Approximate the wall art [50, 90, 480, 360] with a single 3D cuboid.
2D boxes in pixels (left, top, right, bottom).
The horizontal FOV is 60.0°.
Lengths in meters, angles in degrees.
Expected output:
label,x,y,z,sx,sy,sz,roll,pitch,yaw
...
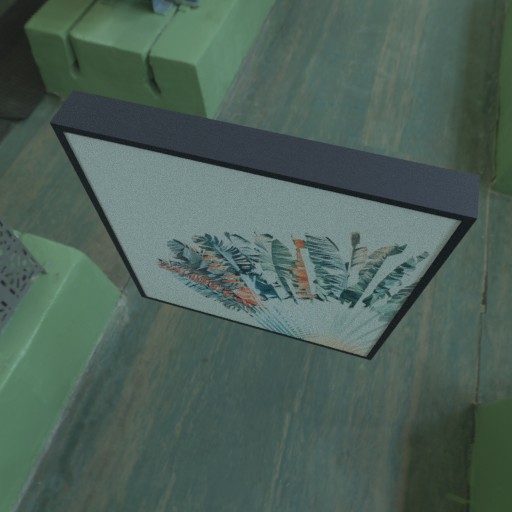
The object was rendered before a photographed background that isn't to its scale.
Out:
label,x,y,z,sx,sy,sz,roll,pitch,yaw
wall art,0.000,0.000,0.439,0.302,0.300,0.036,14,61,8
